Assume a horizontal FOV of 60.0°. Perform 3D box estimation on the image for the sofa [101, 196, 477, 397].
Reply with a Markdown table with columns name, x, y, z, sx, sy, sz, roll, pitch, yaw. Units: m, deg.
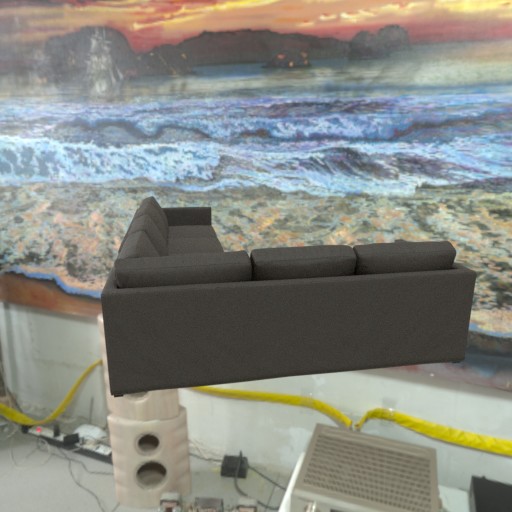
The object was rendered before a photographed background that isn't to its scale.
| name | x | y | z | sx | sy | sz | roll | pitch | yaw |
| --- | --- | --- | --- | --- | --- | --- | --- | --- | --- |
| sofa | 0.000 | 0.000 | 4.305 | 2.432 | 0.871 | 3.182 | -3 | 15 | -10 |
